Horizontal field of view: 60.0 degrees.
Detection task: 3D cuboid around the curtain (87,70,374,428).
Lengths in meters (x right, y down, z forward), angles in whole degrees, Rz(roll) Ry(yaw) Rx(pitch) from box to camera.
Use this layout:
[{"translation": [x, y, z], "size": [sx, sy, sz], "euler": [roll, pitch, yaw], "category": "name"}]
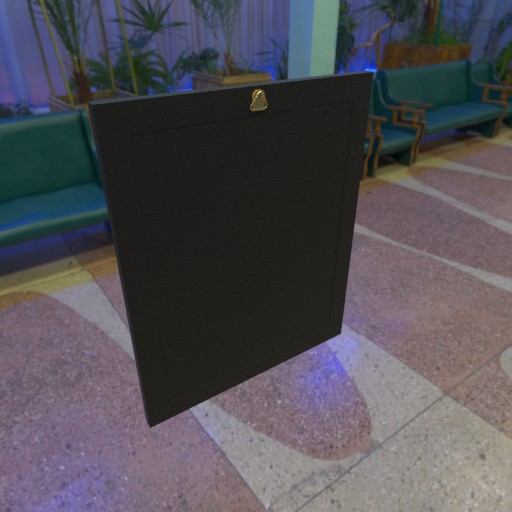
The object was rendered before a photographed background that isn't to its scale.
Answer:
[{"translation": [0.000, 0.000, 0.801], "size": [0.483, 0.585, 0.027], "euler": [-19, 35, -29], "category": "curtain"}]
